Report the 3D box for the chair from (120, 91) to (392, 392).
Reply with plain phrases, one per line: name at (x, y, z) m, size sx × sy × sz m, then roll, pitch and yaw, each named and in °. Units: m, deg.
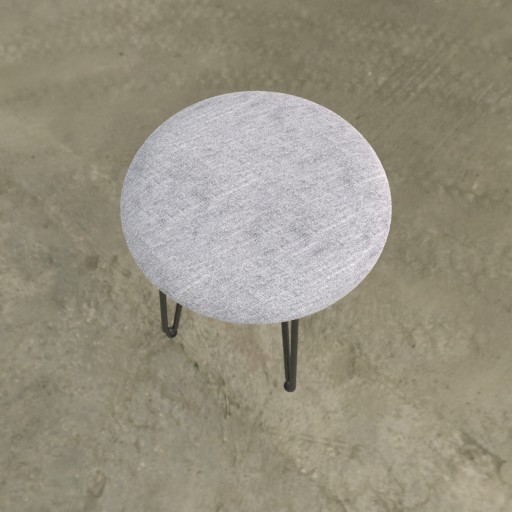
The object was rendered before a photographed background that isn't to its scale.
chair at (0.000, 0.000, 0.653) m, size 0.350 × 0.386 × 0.350 m, roll -19°, pitch 65°, yaw -9°
